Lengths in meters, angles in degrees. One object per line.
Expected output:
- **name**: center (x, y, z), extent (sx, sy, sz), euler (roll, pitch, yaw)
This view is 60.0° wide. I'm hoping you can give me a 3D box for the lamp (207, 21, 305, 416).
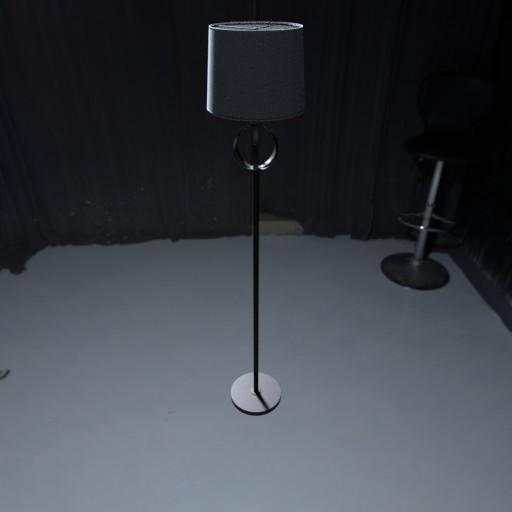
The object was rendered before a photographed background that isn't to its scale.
- **lamp**: center (0.000, 0.000, 1.580), extent (0.286, 1.462, 0.286), euler (0, 32, -1)
